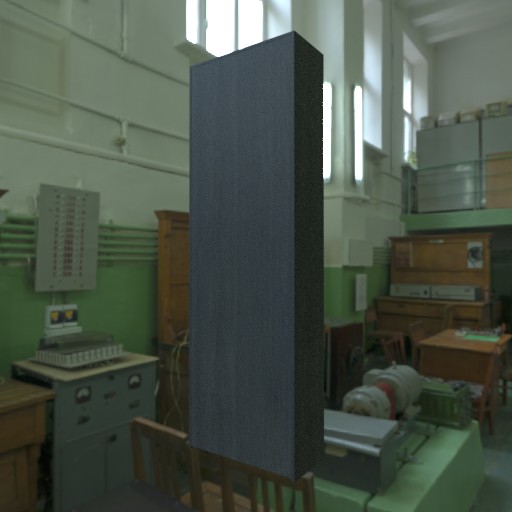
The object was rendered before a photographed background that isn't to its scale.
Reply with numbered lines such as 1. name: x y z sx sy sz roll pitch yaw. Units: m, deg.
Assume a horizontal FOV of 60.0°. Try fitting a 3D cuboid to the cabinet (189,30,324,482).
1. cabinet: 0.000 0.000 1.851 0.520 1.630 0.255 0 -1 35
